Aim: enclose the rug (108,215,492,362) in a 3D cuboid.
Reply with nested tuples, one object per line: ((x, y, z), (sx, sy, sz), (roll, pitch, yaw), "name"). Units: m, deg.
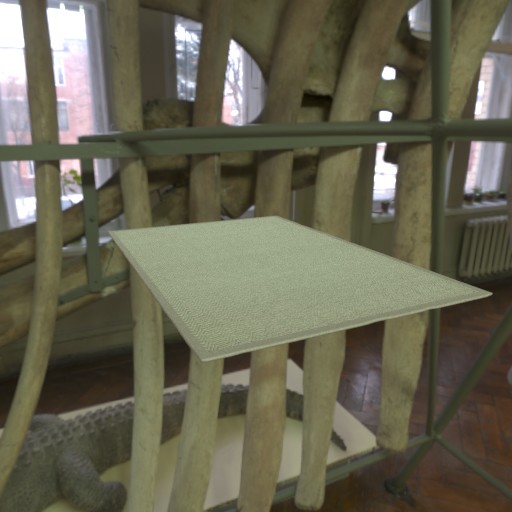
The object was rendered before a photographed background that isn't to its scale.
((0.000, 0.000, 2.888), (1.540, 0.021, 2.290), (-8, 18, -25), "rug")
